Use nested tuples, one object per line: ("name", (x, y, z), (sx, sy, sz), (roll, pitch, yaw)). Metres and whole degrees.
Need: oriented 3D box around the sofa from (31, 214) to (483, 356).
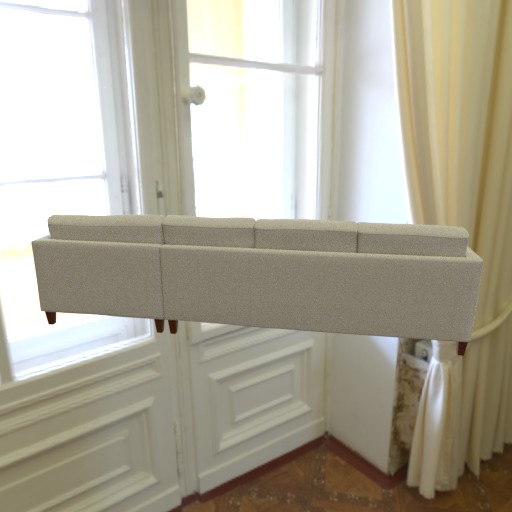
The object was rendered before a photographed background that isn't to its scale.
("sofa", (0.000, 0.000, 4.130), (3.471, 0.954, 1.599), (3, 16, 9))
